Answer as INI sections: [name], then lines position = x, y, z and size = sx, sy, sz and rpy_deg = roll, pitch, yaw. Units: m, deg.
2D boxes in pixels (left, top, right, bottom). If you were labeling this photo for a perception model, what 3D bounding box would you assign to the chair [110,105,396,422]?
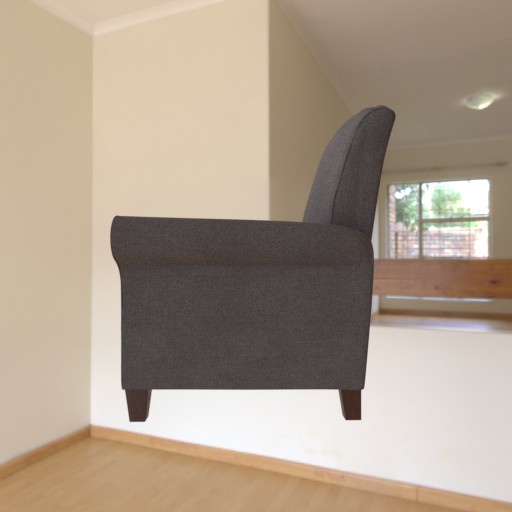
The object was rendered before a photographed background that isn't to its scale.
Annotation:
[chair]
position = 0.000, 0.000, 1.777
size = 0.905, 1.061, 0.978
rpy_deg = 0, 0, -1
